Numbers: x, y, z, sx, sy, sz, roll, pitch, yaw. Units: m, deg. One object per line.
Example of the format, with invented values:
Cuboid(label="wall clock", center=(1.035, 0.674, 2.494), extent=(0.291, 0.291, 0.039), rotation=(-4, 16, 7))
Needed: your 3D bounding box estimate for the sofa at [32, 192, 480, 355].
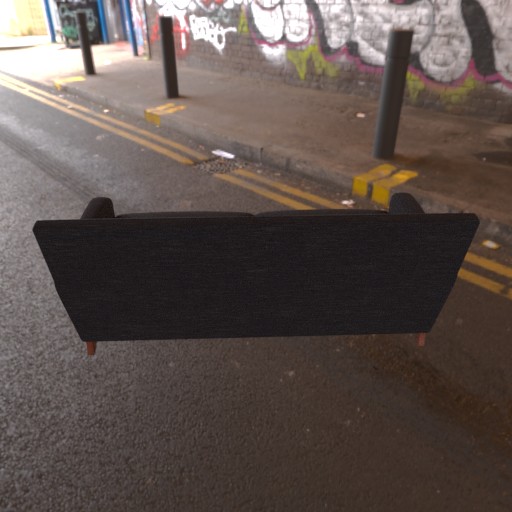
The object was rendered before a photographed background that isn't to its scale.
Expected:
Cuboid(label="sofa", center=(0.000, 0.000, 2.454), extent=(1.976, 0.846, 0.875), rotation=(-1, 30, -2))
